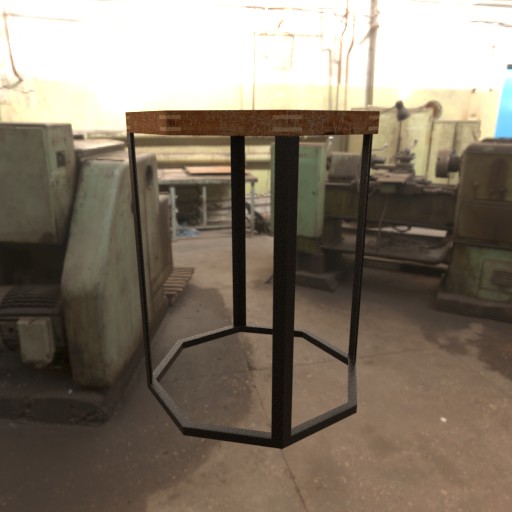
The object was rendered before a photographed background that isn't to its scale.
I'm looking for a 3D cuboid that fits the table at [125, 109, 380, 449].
[{"bbox_3d":[0.000,0.000,0.882,0.458,0.543,0.458,-3,17,-11],"label":"table"}]
